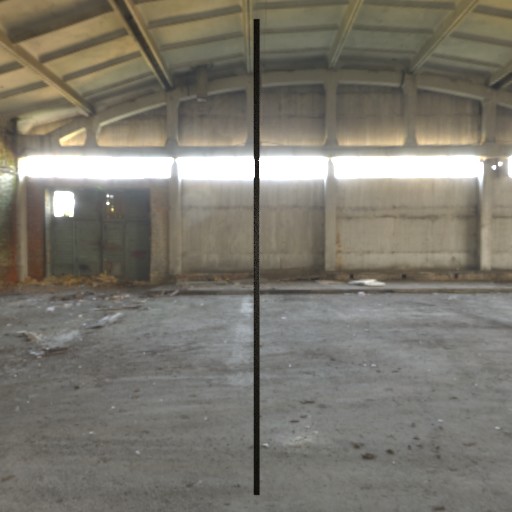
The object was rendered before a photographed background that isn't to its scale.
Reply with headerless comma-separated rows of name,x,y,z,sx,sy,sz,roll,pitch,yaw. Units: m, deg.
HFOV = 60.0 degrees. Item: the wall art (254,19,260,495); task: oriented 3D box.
wall art,0.000,0.000,1.253,0.013,0.967,0.707,0,1,0
